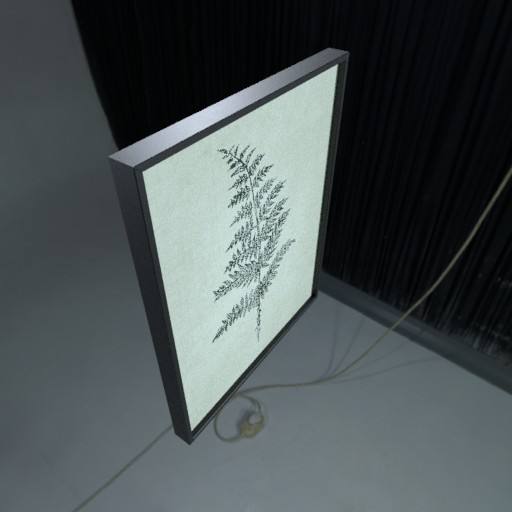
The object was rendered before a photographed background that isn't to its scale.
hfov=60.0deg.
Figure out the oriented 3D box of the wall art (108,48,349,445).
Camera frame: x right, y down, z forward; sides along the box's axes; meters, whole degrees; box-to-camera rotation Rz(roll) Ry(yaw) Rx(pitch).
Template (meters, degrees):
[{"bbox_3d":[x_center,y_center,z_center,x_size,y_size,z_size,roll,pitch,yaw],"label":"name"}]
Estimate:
[{"bbox_3d":[0.000,0.000,0.750,0.039,0.555,0.449,25,47,26],"label":"wall art"}]
